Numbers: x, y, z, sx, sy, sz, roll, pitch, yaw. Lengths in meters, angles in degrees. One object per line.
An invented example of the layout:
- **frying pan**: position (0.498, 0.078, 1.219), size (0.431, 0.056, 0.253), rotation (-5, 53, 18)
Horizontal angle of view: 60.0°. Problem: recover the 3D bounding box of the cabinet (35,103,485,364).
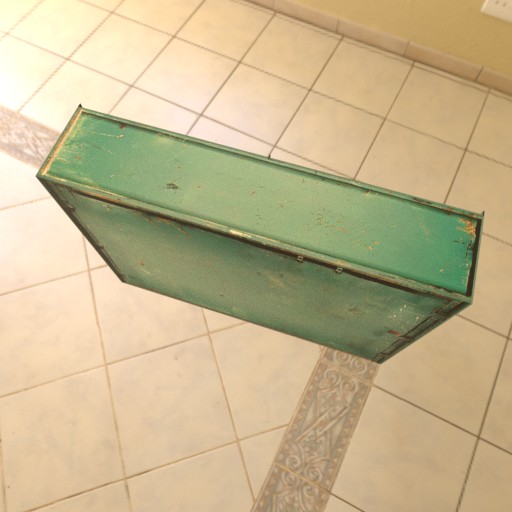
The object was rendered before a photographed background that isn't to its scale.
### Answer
- **cabinet**: position (0.000, 0.000, 4.012), size (3.001, 2.160, 0.680), rotation (17, 68, 7)
